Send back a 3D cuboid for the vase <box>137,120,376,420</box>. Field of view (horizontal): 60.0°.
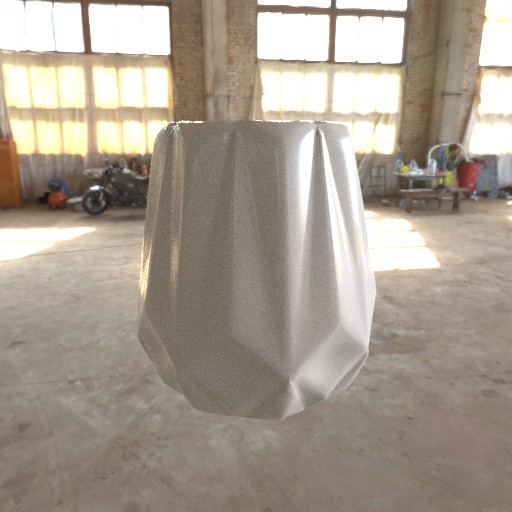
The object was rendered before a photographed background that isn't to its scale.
[{"bbox_3d":[0.000,0.000,0.263,0.141,0.152,0.141,0,15,0],"label":"vase"}]
